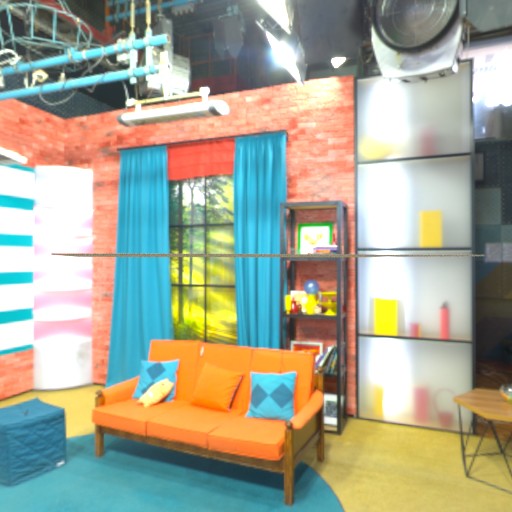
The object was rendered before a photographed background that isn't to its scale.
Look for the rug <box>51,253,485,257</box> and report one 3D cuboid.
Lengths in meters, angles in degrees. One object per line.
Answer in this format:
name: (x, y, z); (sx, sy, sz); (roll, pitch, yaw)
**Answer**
rug: (0.000, 0.000, 2.218); (1.747, 0.006, 1.143); (0, 0, -18)
